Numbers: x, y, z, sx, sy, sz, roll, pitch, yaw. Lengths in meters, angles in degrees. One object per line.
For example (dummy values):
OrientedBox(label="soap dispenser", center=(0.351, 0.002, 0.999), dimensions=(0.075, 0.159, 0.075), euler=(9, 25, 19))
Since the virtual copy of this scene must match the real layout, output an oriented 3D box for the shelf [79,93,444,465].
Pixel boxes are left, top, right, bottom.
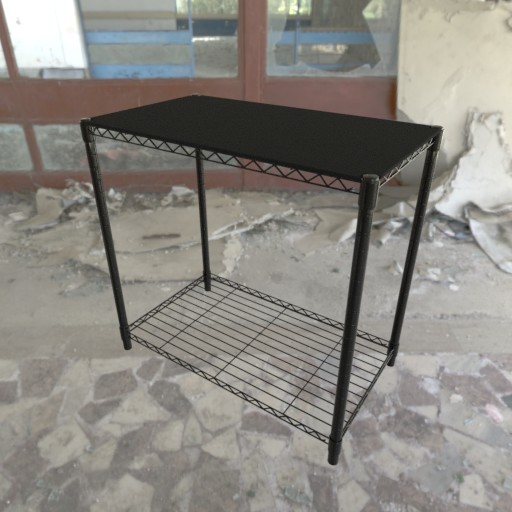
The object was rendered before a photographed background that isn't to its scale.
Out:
OrientedBox(label="shelf", center=(0.000, 0.000, 0.950), dimensions=(0.589, 0.564, 0.338), euler=(19, 35, 29))
